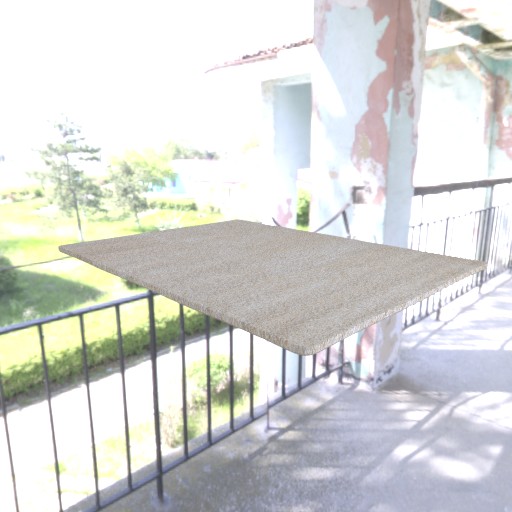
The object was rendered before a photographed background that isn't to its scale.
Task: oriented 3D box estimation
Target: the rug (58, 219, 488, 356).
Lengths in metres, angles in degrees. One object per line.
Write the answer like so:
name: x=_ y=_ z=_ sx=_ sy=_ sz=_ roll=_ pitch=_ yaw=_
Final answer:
rug: x=0.000 y=0.000 z=2.032 sx=1.199 sy=0.025 sz=1.600 roll=-13 pitch=19 yaw=-42
